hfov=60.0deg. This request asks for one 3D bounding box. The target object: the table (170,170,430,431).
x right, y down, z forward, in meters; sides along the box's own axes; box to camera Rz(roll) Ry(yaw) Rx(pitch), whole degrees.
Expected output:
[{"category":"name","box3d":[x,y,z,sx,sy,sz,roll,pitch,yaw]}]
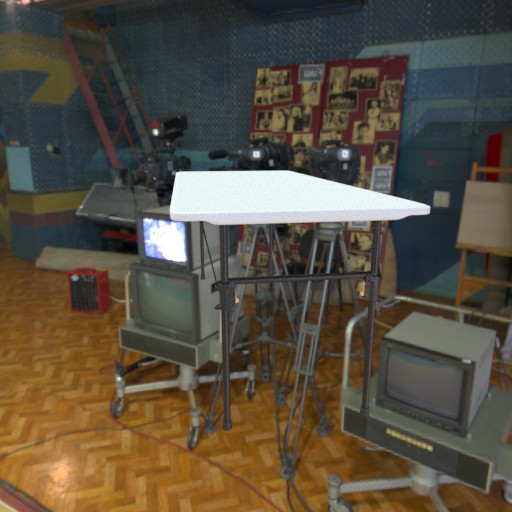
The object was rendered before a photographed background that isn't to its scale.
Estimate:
[{"category":"table","box3d":[0.000,0.000,2.179,0.761,0.719,1.829,-2,14,-9]}]
